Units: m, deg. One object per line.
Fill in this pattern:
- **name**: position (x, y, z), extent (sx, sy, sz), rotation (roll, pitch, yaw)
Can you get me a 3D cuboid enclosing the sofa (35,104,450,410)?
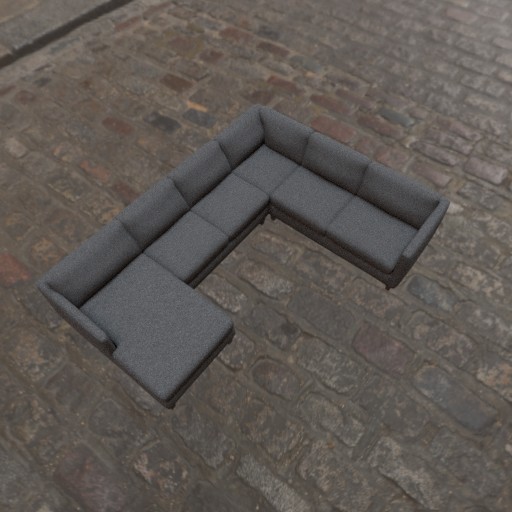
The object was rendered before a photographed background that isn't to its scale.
- **sofa**: position (0.000, 0.000, 4.429), extent (2.551, 0.853, 3.238), rotation (33, 62, 20)
